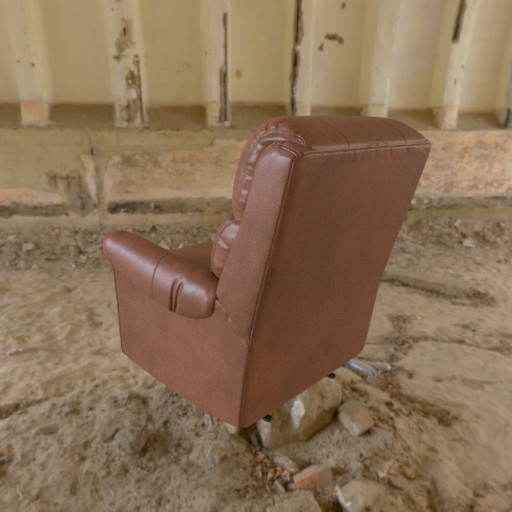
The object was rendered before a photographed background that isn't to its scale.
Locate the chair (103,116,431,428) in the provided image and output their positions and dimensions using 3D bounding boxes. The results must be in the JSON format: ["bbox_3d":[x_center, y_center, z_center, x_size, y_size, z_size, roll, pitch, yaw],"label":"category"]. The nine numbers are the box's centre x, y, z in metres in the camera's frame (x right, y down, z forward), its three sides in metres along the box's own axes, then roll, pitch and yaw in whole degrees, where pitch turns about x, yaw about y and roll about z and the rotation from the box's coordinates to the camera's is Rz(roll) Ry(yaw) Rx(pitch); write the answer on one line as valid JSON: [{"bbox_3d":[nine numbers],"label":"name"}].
[{"bbox_3d":[0.000,0.000,1.754,1.014,1.054,0.838,16,23,42],"label":"chair"}]
